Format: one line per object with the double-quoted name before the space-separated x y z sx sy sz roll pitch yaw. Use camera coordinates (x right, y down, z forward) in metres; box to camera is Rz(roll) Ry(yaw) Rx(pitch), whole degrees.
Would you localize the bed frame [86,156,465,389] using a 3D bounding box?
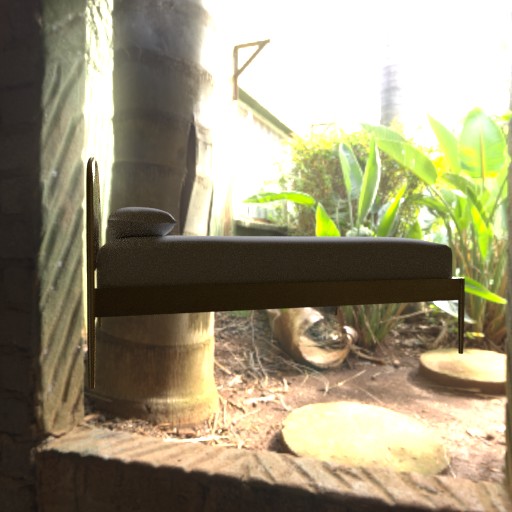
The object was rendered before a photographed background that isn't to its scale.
"bed frame" 0.000 0.000 3.114 2.152 1.175 1.612 0 1 -18
